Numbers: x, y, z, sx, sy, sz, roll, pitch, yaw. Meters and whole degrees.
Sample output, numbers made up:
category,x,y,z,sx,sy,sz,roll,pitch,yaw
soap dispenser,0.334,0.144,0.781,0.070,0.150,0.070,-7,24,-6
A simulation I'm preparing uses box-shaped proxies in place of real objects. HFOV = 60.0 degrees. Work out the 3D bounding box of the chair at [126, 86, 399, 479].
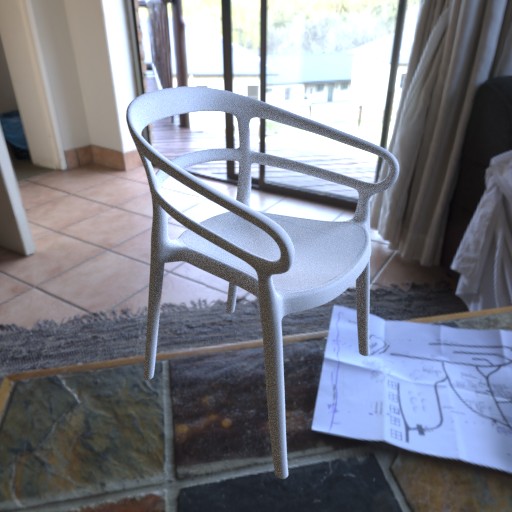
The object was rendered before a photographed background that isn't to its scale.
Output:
category,x,y,z,sx,sy,sz,roll,pitch,yaw
chair,0.000,0.000,1.119,0.527,0.761,0.559,17,33,30
